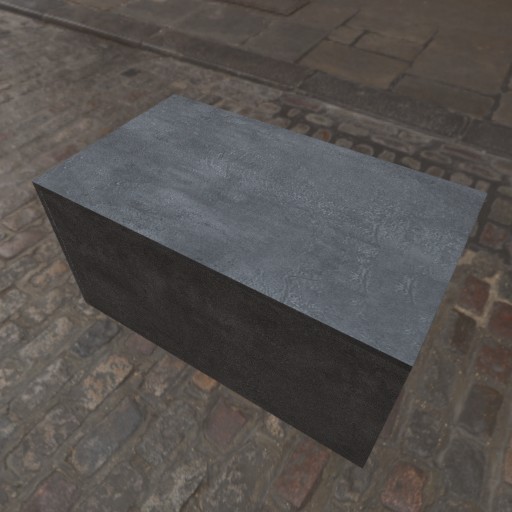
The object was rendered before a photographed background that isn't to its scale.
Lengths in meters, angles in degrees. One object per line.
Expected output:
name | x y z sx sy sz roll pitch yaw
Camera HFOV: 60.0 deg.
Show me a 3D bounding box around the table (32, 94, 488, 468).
table | 0.000 0.000 0.907 0.700 0.350 0.400 24 51 22
